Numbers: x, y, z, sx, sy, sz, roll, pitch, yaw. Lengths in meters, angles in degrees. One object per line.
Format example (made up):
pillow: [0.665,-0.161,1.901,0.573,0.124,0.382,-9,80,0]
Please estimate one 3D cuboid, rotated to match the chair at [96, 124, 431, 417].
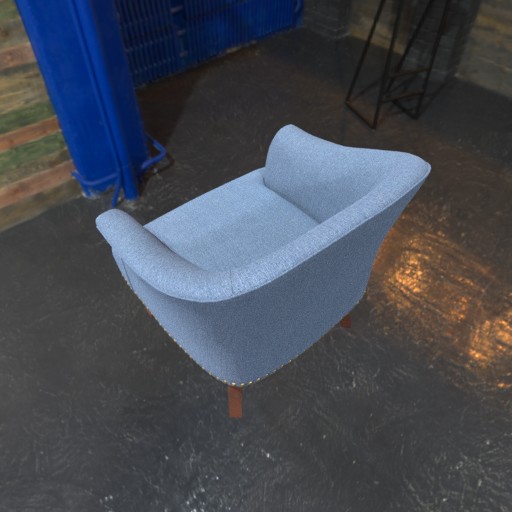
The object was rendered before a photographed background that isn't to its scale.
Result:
chair: [0.000,0.000,1.392,0.772,0.815,0.704,-32,55,-25]
